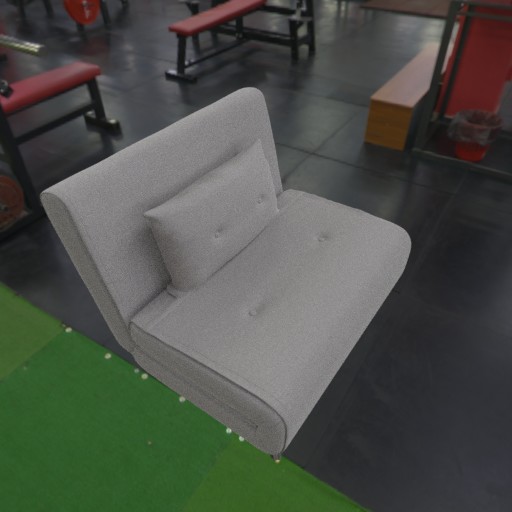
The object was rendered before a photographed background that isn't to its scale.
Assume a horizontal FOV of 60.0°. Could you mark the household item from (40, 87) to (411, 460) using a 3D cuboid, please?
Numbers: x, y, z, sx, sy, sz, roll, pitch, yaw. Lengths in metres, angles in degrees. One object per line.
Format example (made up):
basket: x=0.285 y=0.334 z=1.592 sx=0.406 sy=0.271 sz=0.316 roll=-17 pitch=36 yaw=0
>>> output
household item: x=0.000 y=0.000 z=1.636 sx=0.874 sy=0.800 sz=1.000 roll=25 pitch=47 yaw=26
